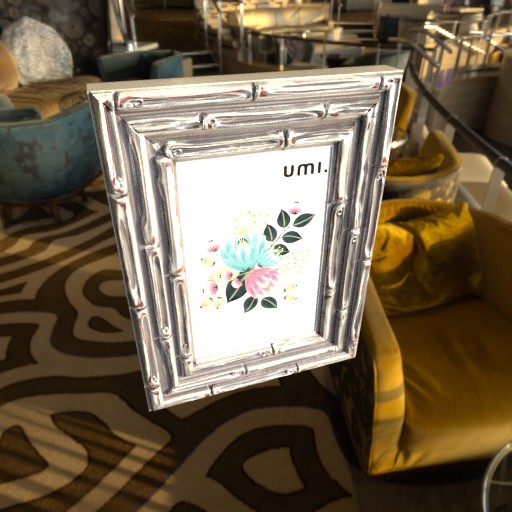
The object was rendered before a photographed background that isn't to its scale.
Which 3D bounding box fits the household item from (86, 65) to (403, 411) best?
[{"bbox_3d":[0.000,0.000,0.284,0.165,0.216,0.025,-10,34,-16],"label":"household item"}]
